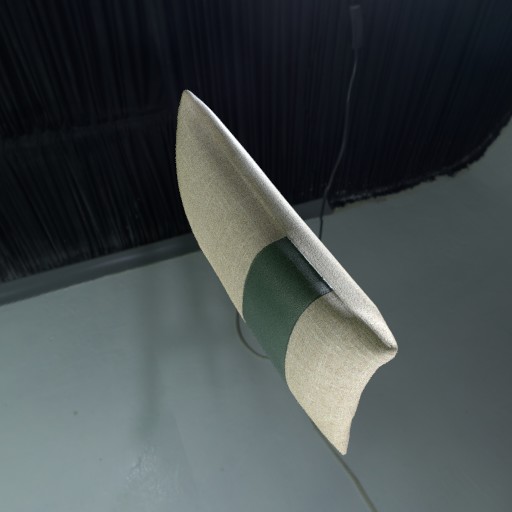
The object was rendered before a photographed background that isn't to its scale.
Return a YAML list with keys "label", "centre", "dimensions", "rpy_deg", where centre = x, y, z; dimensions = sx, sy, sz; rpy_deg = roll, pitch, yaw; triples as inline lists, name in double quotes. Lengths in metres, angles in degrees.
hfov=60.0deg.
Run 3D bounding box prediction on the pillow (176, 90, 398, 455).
- label: "pillow"
  centre: [0.000, 0.000, 1.030]
  dimensions: [0.197, 0.429, 0.859]
  rpy_deg: [-19, 50, -18]
